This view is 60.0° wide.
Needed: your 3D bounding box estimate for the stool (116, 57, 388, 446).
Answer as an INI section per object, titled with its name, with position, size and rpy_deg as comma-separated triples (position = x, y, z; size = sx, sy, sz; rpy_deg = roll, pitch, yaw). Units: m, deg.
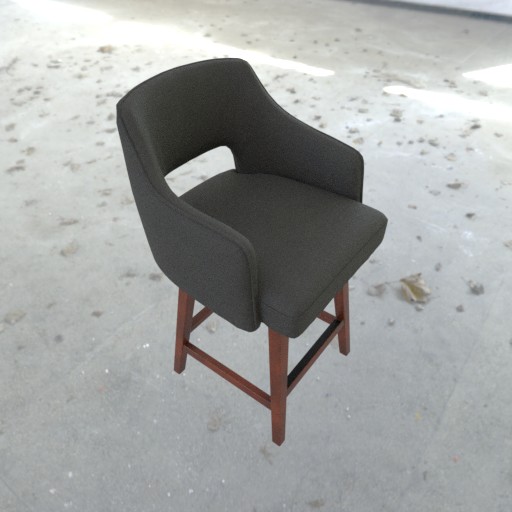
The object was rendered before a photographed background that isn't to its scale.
[stool]
position = 0.000, 0.000, 1.242
size = 0.558, 0.912, 0.548
rpy_deg = 26, 47, 27
